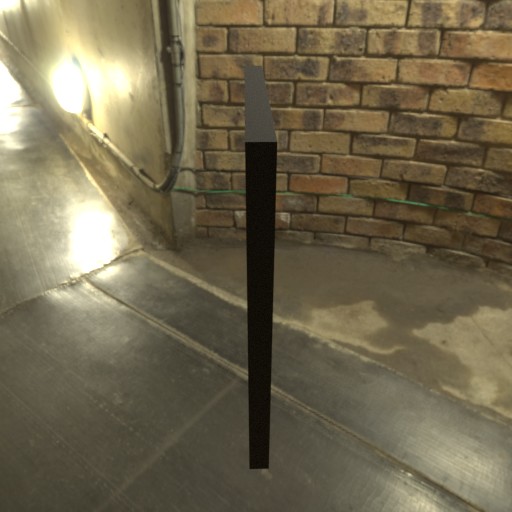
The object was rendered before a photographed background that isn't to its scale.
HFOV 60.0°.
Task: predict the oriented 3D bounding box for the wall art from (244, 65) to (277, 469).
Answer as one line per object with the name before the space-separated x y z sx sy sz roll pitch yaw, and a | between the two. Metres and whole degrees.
wall art | 0.000 0.000 0.789 0.033 0.559 0.457 -1 32 -1
